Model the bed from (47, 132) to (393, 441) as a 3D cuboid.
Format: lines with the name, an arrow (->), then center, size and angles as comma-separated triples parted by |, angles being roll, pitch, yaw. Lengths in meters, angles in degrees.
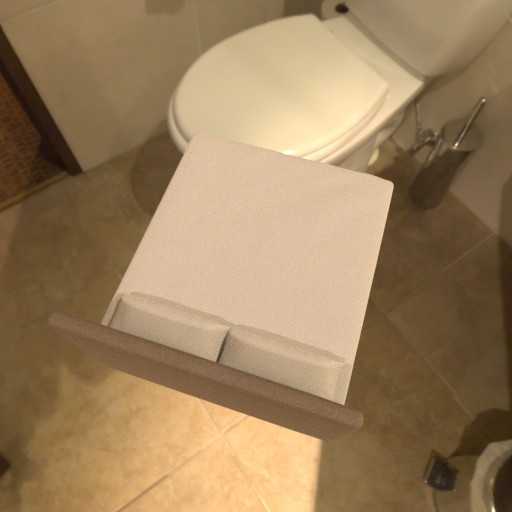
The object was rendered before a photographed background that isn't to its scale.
bed -> 0.000, 0.000, 3.700 | 2.119, 1.317, 2.341 | 16, 65, 8
